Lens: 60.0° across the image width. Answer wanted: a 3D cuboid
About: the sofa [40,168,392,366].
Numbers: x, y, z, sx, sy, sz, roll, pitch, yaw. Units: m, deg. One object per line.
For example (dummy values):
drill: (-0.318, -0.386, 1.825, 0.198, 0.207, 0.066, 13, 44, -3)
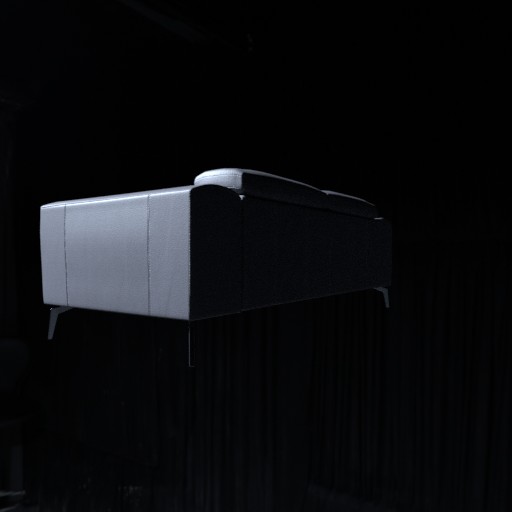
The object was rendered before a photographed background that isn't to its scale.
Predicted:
sofa: (0.000, 0.000, 2.851, 1.048, 0.814, 2.330, 0, 0, 35)
